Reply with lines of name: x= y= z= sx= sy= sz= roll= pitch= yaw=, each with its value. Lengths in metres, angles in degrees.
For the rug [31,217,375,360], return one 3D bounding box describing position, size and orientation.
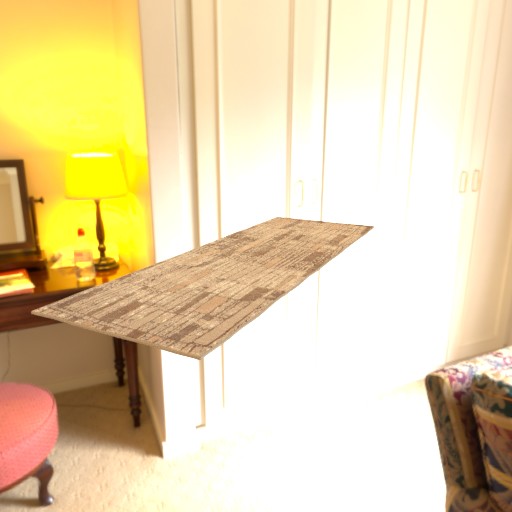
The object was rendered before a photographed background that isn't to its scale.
rug: x=0.000 y=0.000 z=2.645 sx=0.857 sy=0.018 sz=2.383 roll=8 pitch=18 yaw=27
